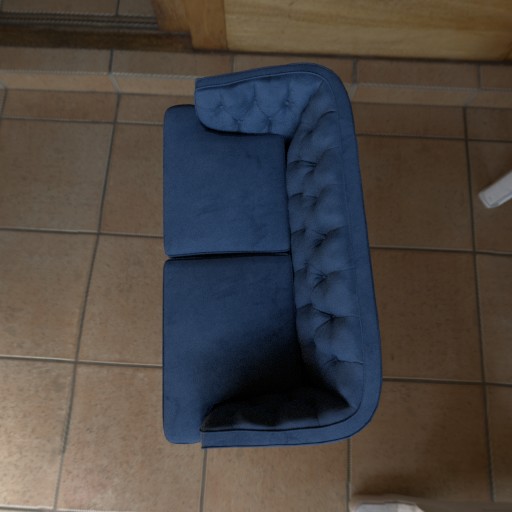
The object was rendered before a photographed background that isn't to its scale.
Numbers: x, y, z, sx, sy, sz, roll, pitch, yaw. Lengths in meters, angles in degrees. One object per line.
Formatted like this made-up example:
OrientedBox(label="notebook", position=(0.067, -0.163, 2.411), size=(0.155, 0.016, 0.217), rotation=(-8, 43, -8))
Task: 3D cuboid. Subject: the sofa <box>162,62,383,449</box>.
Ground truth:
OrientedBox(label="sofa", position=(0.000, 0.000, 2.237), size=(0.941, 0.854, 1.733), rotation=(-3, 75, -1))
